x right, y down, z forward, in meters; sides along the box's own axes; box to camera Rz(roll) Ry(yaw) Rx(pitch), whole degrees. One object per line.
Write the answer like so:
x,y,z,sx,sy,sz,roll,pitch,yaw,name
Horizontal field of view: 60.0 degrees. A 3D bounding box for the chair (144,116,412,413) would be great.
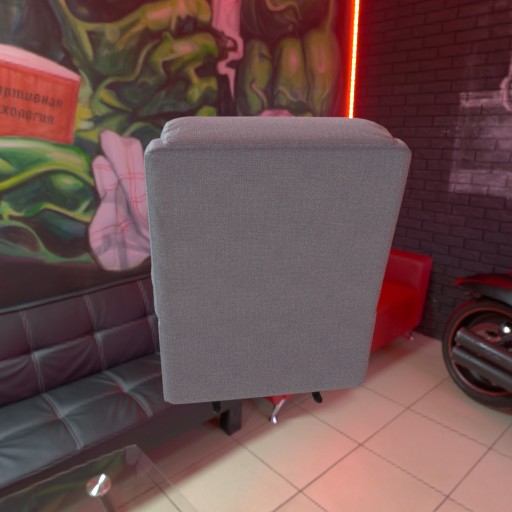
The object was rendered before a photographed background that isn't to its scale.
0.000,0.000,1.789,0.838,1.054,1.014,-3,16,-9,chair
